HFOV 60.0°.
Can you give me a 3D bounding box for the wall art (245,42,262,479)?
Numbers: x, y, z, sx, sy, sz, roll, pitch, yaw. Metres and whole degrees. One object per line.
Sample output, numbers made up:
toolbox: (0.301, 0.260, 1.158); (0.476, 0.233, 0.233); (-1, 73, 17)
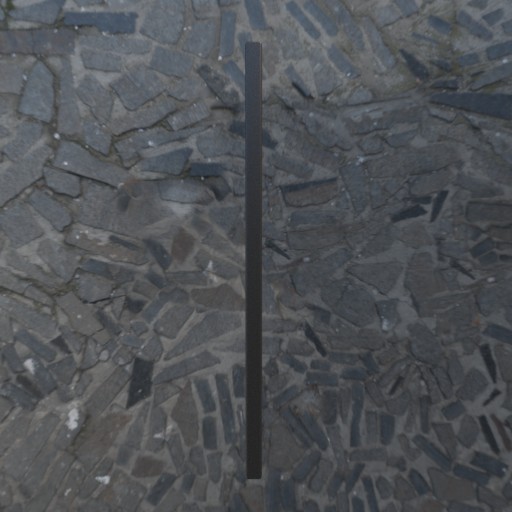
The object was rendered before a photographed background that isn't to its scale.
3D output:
wall art: (0.000, 0.000, 0.777); (0.018, 0.582, 0.481); (0, 92, 1)
